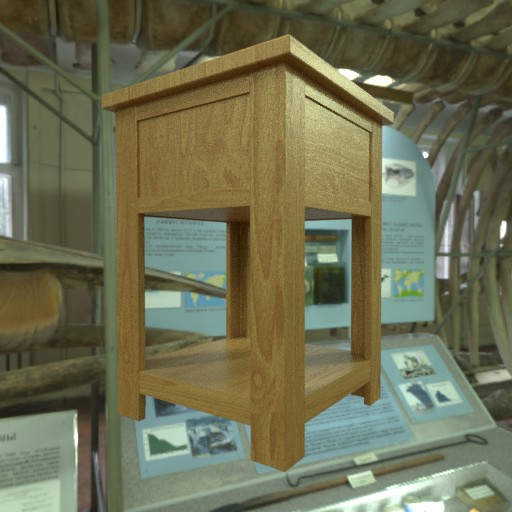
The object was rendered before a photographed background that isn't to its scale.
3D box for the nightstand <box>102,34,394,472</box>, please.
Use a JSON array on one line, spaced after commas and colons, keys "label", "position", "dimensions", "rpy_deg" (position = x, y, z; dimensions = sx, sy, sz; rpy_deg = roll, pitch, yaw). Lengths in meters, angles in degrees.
[{"label": "nightstand", "position": [0.000, 0.000, 0.900], "dimensions": [0.418, 0.614, 0.428], "rpy_deg": [1, 1, 36]}]
